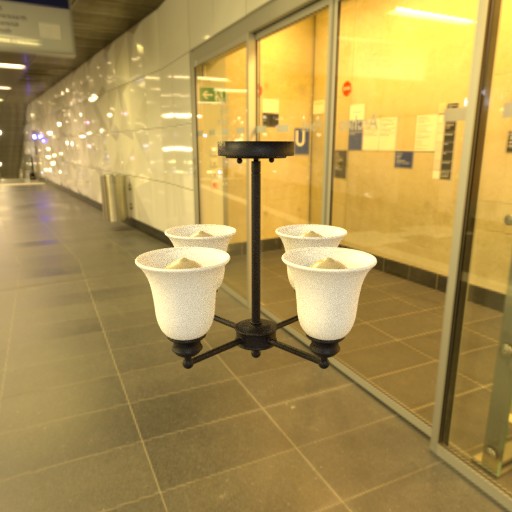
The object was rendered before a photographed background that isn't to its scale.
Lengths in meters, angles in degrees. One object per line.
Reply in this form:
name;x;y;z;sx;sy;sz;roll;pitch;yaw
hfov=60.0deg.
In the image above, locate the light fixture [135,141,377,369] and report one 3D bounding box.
light fixture;0.000;0.000;1.850;1.069;0.925;1.069;13;19;43
